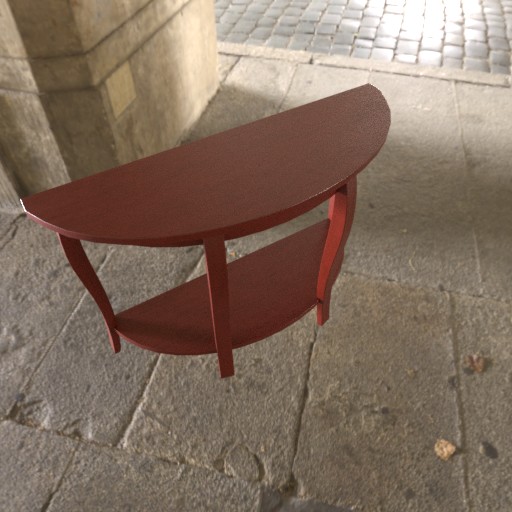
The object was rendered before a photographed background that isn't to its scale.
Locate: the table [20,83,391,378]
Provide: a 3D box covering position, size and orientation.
[{"bbox_3d":[0.000,0.000,1.561,1.219,0.779,0.405,-25,52,-21],"label":"table"}]
